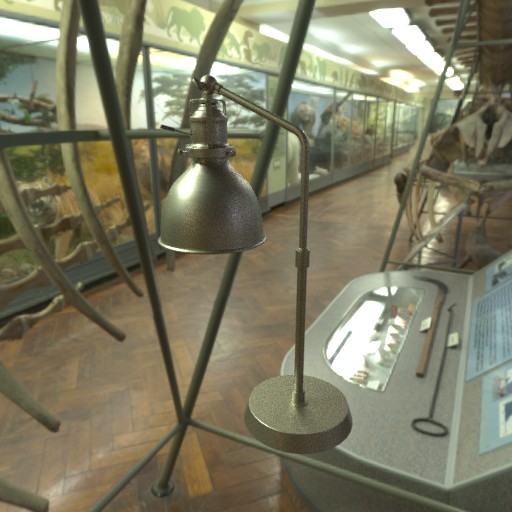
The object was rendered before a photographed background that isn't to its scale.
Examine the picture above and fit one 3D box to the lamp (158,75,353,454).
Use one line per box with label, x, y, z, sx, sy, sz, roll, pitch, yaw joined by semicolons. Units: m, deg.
lamp;0.000;0.000;0.593;0.286;0.456;0.153;8;19;26
